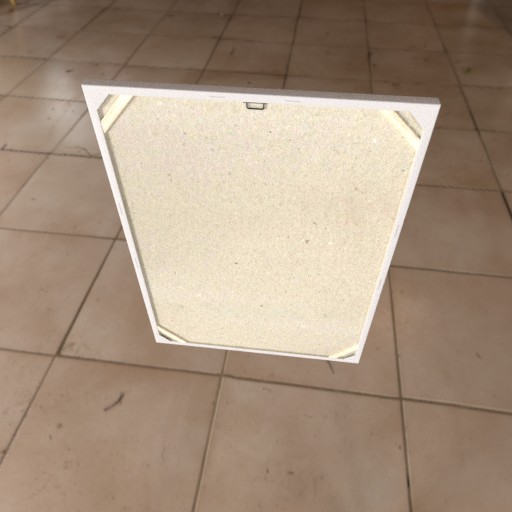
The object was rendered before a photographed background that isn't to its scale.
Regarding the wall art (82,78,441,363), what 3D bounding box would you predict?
[{"bbox_3d":[0.000,0.000,1.566,0.914,1.212,0.038,5,46,5],"label":"wall art"}]
